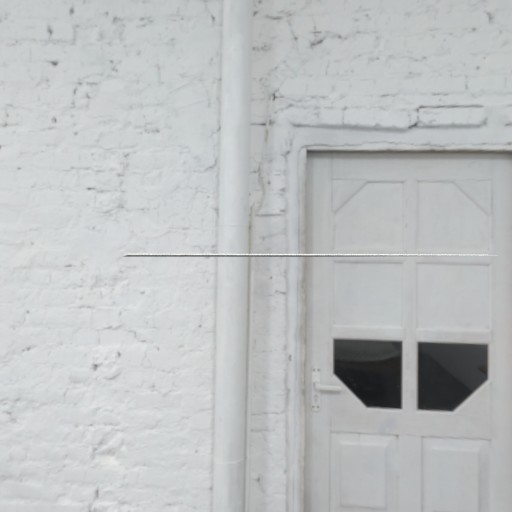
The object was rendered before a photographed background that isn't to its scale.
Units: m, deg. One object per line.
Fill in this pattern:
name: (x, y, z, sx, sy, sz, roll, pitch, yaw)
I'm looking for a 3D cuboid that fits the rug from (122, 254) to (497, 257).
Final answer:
rug: (0.000, 0.000, 4.102, 2.354, 0.007, 3.196, 0, 0, -17)
